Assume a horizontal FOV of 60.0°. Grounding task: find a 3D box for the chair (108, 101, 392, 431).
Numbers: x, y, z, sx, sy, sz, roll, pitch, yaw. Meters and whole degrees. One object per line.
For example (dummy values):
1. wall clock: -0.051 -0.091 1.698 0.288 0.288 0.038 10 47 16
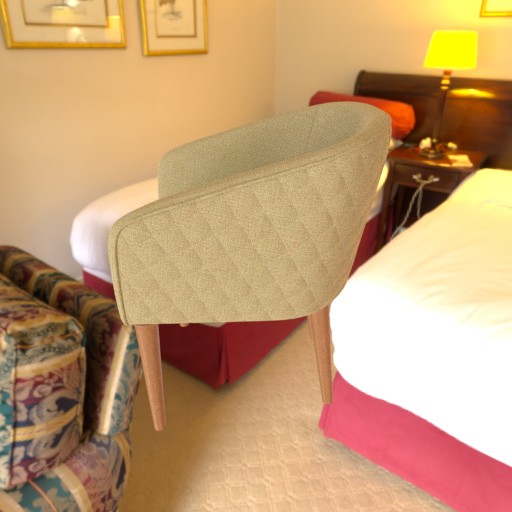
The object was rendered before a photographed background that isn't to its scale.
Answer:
1. chair: 0.000 0.000 1.213 0.616 0.775 0.584 0 27 0
